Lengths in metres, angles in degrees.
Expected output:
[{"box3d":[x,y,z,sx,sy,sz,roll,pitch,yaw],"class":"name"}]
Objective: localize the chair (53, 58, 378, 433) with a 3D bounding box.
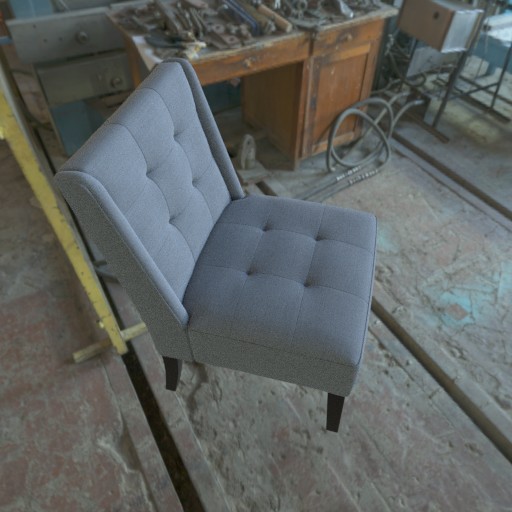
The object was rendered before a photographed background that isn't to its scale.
[{"box3d":[0.000,0.000,1.268,0.676,0.853,0.569,11,48,10],"class":"chair"}]
